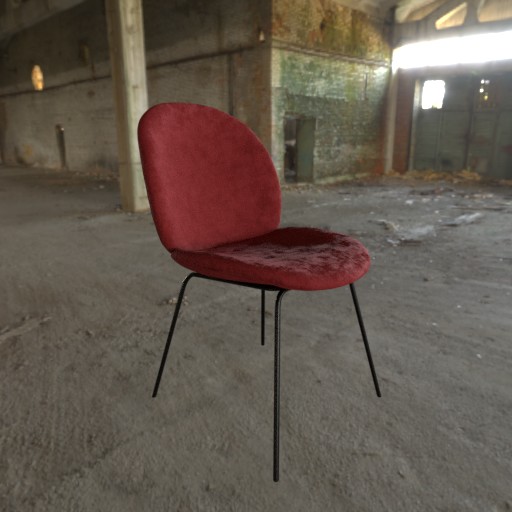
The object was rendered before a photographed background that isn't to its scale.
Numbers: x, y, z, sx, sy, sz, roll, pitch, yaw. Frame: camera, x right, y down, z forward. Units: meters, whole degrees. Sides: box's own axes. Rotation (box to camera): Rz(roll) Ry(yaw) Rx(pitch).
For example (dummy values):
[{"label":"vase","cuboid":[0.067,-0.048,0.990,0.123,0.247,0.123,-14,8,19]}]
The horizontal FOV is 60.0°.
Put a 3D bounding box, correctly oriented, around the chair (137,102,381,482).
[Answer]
[{"label":"chair","cuboid":[0.000,0.000,1.164,0.587,0.791,0.458,14,20,42]}]
